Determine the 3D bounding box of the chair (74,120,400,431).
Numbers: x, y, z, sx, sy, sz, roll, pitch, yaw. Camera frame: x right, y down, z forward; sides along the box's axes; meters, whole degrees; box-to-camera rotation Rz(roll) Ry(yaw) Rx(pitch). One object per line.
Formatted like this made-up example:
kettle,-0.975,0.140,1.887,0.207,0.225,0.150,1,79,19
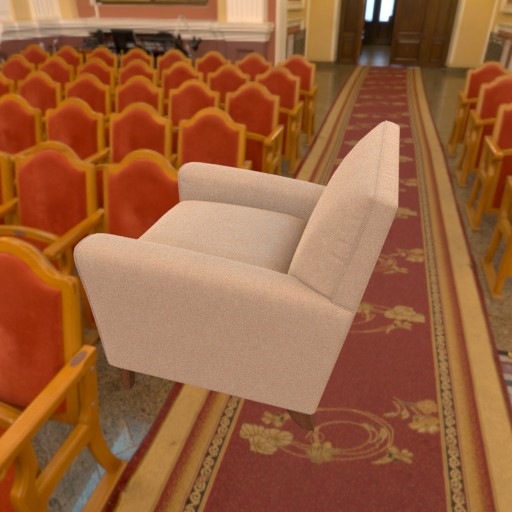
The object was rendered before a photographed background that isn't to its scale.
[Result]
chair,0.000,0.000,1.599,0.871,0.846,0.840,8,31,14
